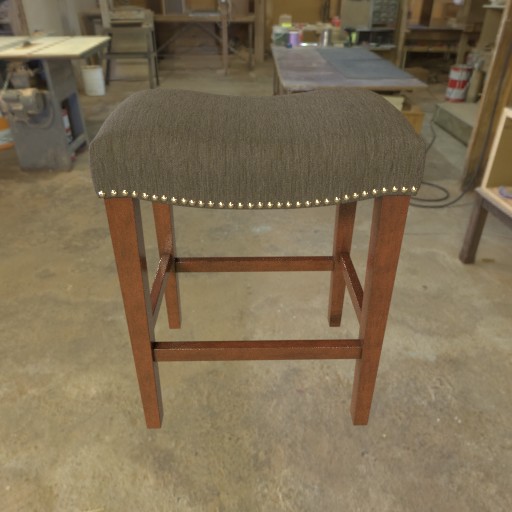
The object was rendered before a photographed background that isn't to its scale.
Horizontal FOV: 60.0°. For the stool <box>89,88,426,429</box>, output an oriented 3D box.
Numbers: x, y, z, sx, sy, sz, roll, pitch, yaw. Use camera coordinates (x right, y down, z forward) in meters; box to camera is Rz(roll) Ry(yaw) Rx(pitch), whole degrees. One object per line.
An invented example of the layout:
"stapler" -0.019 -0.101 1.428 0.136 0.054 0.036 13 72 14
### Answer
"stool" 0.000 0.000 0.948 0.504 0.654 0.372 -1 31 -1
